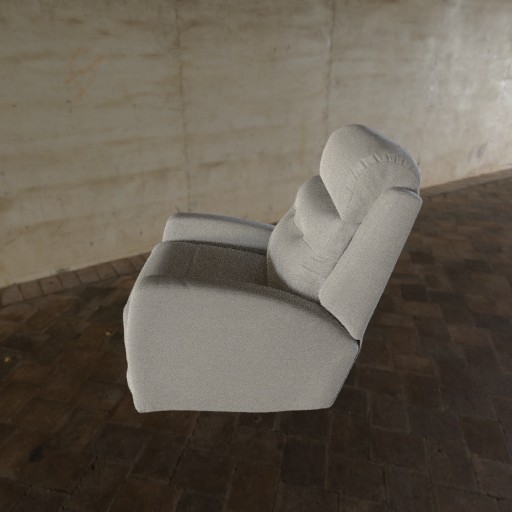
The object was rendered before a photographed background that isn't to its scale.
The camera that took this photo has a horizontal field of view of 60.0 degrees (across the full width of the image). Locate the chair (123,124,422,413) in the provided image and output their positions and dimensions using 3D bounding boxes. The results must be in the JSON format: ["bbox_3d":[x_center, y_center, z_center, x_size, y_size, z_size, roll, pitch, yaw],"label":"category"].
[{"bbox_3d":[0.000,0.000,1.815,1.043,1.013,0.798,0,25,0],"label":"chair"}]
